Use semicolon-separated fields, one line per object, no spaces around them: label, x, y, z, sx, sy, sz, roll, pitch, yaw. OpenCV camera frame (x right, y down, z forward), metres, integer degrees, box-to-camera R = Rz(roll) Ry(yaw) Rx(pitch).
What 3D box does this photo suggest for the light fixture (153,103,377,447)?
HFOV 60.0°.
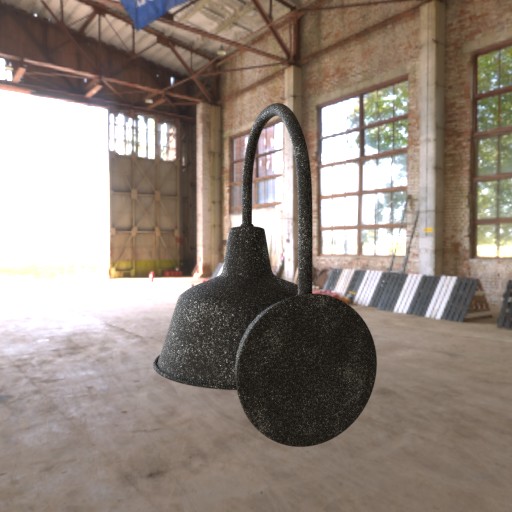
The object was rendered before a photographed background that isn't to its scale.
light fixture;0.000;0.000;0.487;0.216;0.300;0.283;0;1;-18
